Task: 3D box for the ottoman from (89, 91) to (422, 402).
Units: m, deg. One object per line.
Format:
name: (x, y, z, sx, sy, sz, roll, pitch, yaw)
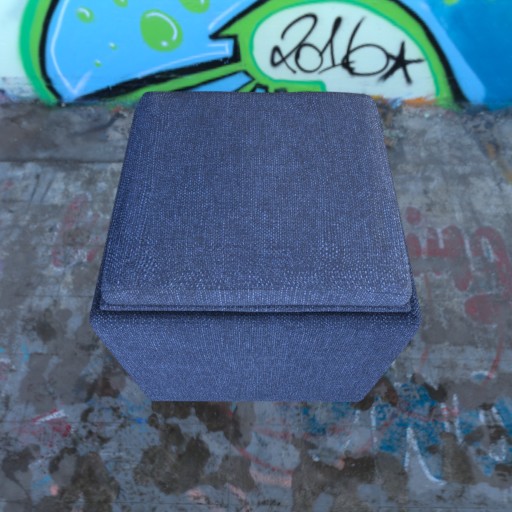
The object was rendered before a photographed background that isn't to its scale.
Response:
ottoman: (0.000, 0.000, 0.850, 0.454, 0.493, 0.436, 0, 58, 0)
